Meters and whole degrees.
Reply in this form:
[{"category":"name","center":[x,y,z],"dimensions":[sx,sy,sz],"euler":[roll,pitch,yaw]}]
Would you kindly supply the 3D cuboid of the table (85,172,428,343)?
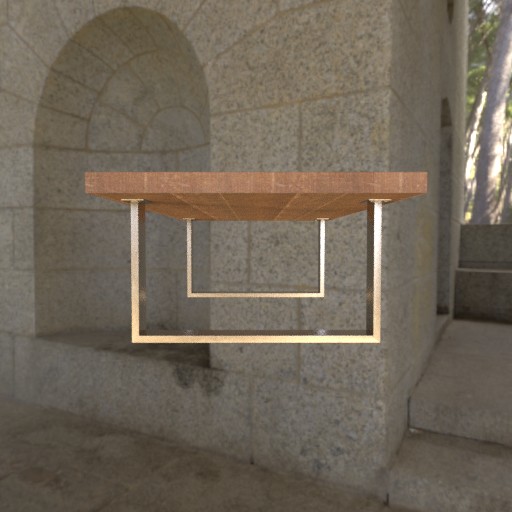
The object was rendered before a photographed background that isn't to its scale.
[{"category":"table","center":[0.000,0.000,1.740],"dimensions":[0.800,0.440,1.400],"euler":[0,2,0]}]
